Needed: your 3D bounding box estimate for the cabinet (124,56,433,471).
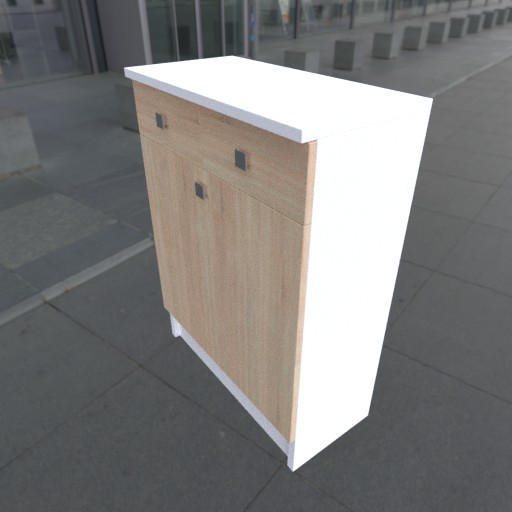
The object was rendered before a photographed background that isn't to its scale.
[{"bbox_3d":[0.000,0.000,1.090,0.296,0.815,0.600,-22,38,-31],"label":"cabinet"}]
